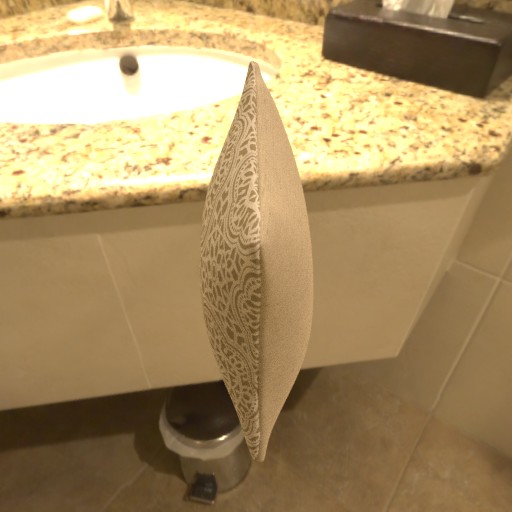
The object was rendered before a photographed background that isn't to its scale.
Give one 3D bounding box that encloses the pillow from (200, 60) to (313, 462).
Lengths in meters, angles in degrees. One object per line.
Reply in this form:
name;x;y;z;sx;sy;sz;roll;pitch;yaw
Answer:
pillow;0.000;0.000;0.663;0.167;0.421;0.438;-1;43;-1
